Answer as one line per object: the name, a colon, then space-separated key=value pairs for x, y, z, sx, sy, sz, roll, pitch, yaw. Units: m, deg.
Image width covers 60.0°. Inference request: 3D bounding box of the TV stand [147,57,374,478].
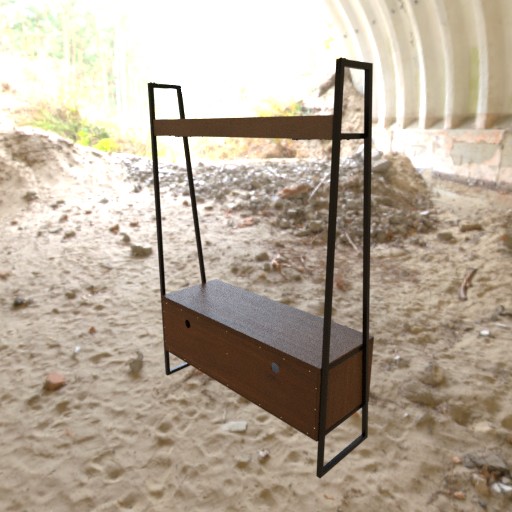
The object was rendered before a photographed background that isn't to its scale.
TV stand: x=0.000 y=0.000 z=2.340 sx=0.432 sy=1.772 sz=1.250 roll=-15 pitch=22 yaw=-42
